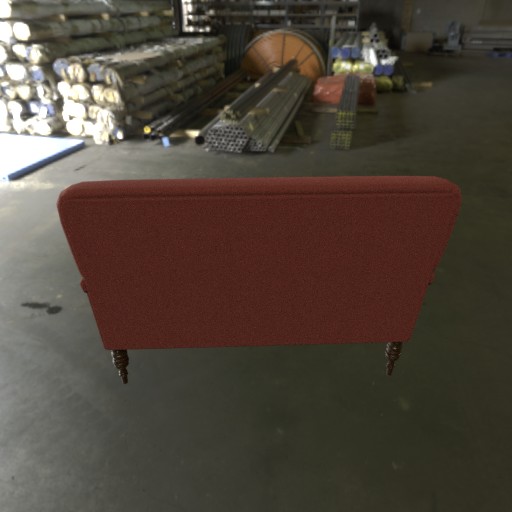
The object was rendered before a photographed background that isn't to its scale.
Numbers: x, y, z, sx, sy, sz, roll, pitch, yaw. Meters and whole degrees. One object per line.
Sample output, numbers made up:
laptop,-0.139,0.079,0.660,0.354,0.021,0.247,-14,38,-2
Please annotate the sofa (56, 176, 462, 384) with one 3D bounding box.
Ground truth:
sofa,0.000,0.000,1.803,1.297,0.889,0.779,-1,30,-2
